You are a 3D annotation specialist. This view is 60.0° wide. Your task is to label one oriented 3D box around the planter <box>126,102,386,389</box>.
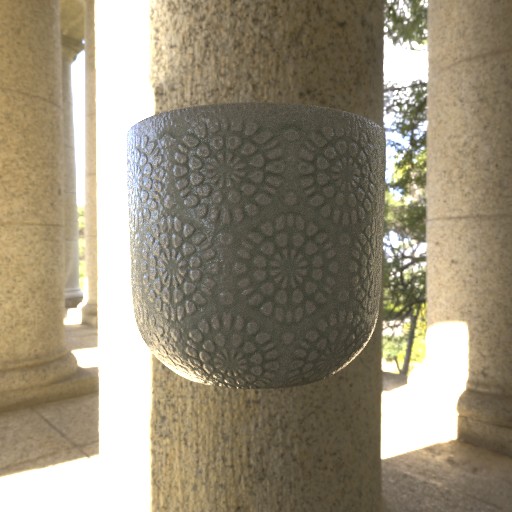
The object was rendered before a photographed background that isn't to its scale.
[{"bbox_3d":[0.000,0.000,0.301,0.169,0.153,0.169,0,1,0],"label":"planter"}]
